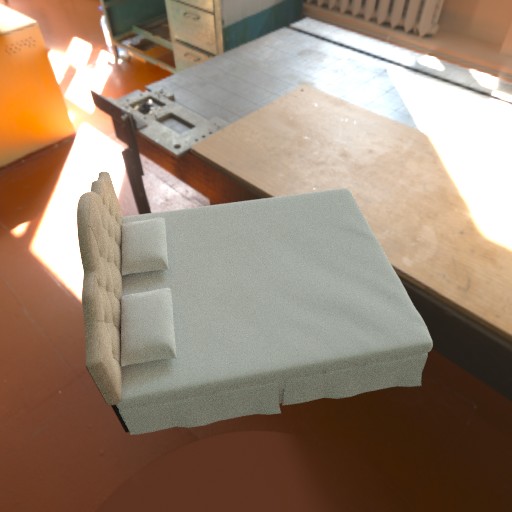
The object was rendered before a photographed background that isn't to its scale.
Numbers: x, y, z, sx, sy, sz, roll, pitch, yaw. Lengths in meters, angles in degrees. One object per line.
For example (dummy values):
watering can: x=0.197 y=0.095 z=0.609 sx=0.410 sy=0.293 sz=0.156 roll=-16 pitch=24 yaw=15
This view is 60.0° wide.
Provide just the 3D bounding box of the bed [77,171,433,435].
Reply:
bed: x=0.000 y=0.000 z=2.941 sx=1.970 sy=1.194 sz=1.667 roll=-8 pitch=47 yaw=-8
